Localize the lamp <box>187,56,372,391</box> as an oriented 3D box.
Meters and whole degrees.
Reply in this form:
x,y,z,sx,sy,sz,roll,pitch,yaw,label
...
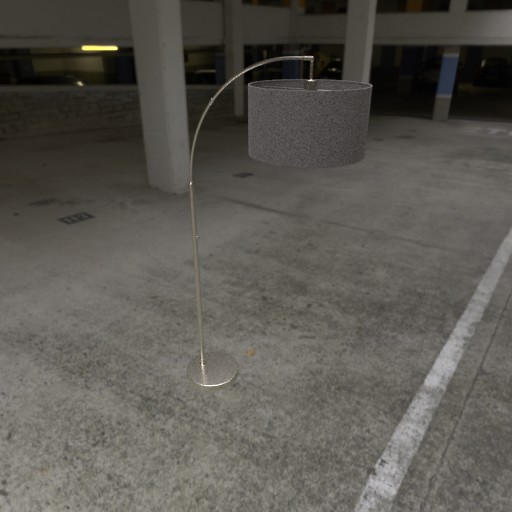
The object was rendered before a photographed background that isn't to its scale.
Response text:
x,y,z,sx,sy,sz,roll,pitch,yaw,label
0.000,0.000,2.101,0.934,1.735,0.452,17,31,31,lamp
